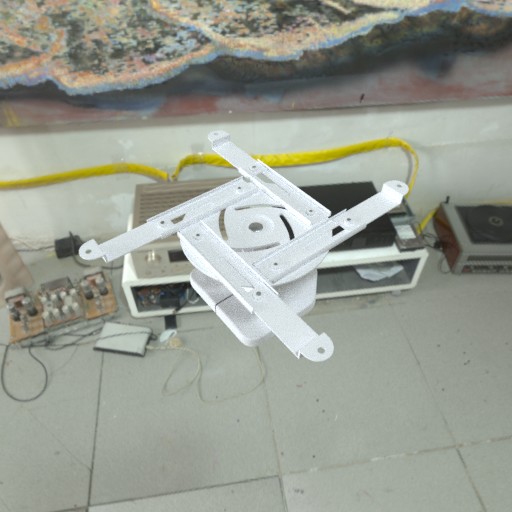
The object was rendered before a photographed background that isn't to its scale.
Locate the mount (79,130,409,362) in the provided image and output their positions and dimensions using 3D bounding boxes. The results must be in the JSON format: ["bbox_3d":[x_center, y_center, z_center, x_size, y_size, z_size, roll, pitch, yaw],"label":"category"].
[{"bbox_3d":[0.000,0.000,0.595,0.394,0.141,0.394,-29,53,-25],"label":"mount"}]
